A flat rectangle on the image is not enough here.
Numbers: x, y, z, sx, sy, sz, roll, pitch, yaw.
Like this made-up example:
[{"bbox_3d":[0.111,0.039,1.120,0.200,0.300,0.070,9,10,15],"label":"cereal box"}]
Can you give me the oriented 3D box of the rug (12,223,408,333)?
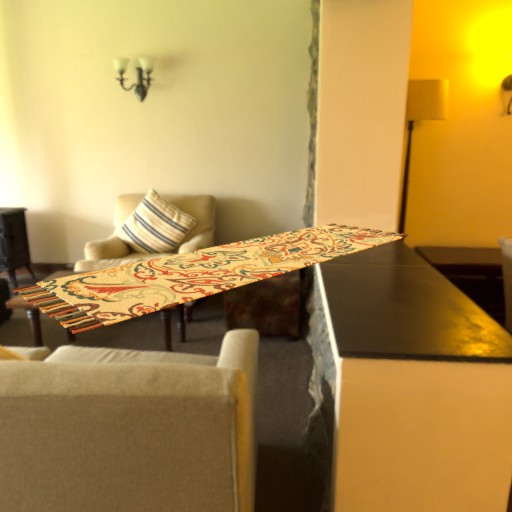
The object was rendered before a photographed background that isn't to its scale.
[{"bbox_3d":[0.000,0.000,2.853,2.682,0.015,0.763,-14,19,-43],"label":"rug"}]
